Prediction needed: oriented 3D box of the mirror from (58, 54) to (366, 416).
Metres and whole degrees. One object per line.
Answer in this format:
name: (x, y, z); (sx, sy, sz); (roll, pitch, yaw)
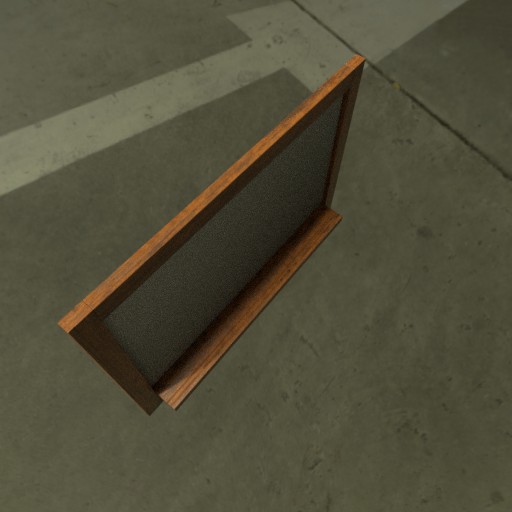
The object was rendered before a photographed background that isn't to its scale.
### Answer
mirror: (0.000, 0.000, 0.970); (0.084, 0.537, 0.758); (35, 65, 19)
